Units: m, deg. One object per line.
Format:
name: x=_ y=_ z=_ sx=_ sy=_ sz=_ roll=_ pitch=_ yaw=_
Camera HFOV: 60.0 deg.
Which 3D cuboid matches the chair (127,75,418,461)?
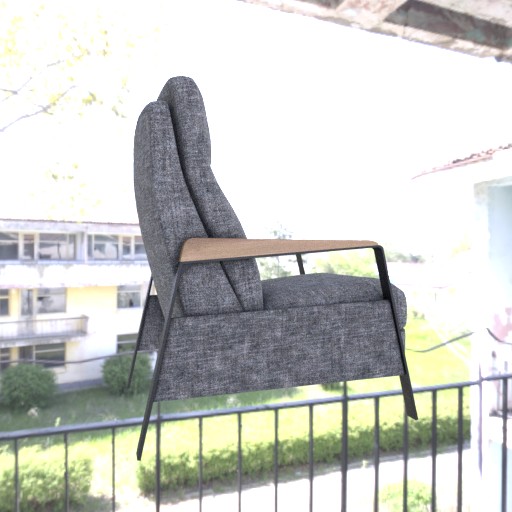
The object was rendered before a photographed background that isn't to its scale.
chair: x=0.000 y=0.000 z=1.586 sx=0.868 sy=1.042 sz=0.671 roll=0 pitch=1 yaw=-18
